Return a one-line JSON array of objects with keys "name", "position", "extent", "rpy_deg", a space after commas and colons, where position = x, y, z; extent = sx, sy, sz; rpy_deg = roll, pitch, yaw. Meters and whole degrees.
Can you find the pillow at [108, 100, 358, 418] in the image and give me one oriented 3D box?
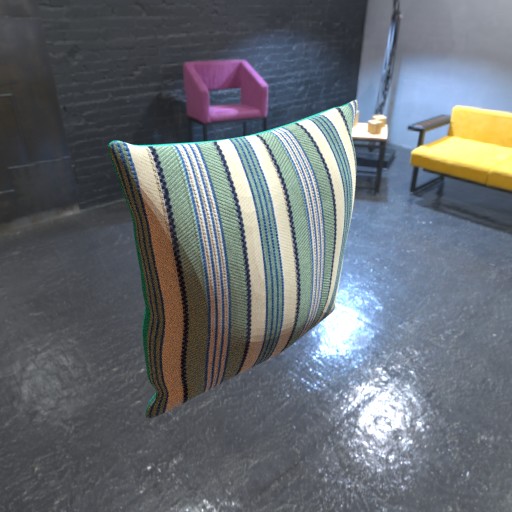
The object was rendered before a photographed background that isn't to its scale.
[{"name": "pillow", "position": [0.000, 0.000, 0.708], "extent": [0.440, 0.441, 0.182], "rpy_deg": [-23, 37, -34]}]
